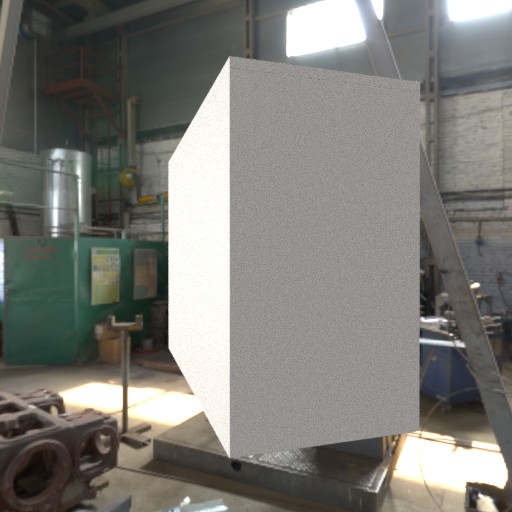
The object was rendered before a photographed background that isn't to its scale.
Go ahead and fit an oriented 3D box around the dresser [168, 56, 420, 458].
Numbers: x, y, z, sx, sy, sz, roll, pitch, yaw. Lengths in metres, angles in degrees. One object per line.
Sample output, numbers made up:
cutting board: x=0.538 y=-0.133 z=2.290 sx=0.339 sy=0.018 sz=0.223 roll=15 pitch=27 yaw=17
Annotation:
dresser: x=0.000 y=0.000 z=1.496 sx=0.460 sy=0.820 sz=1.100 roll=0 pitch=0 yaw=-18
